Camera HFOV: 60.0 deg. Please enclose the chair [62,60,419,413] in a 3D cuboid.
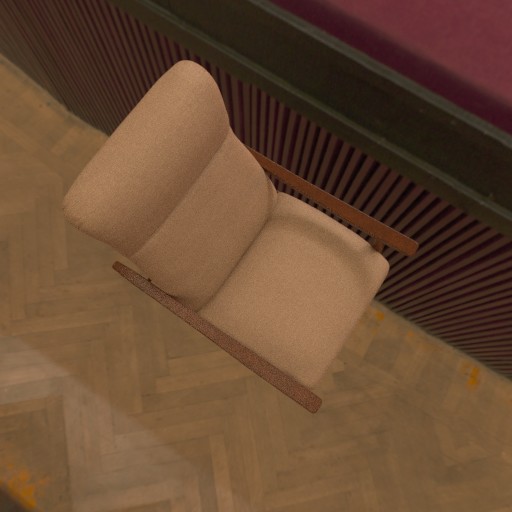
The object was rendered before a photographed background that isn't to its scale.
[{"bbox_3d":[0.000,0.000,1.801,1.030,1.082,0.762,34,79,8],"label":"chair"}]
